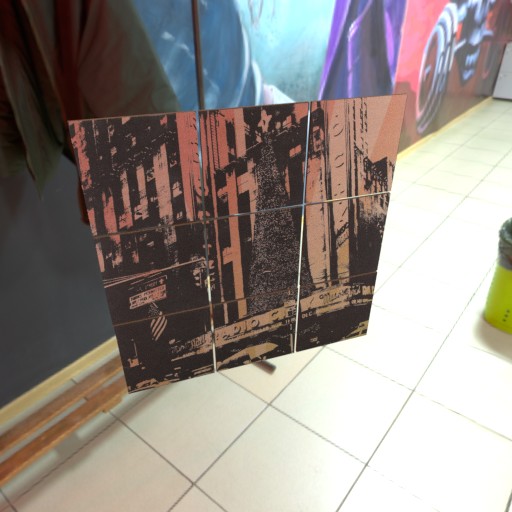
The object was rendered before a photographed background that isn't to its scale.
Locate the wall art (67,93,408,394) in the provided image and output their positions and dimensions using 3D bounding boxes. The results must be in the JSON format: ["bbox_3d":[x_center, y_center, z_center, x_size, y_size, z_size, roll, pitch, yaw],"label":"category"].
[{"bbox_3d":[0.000,0.000,2.310,1.527,1.521,0.017,-10,33,-16],"label":"wall art"}]
